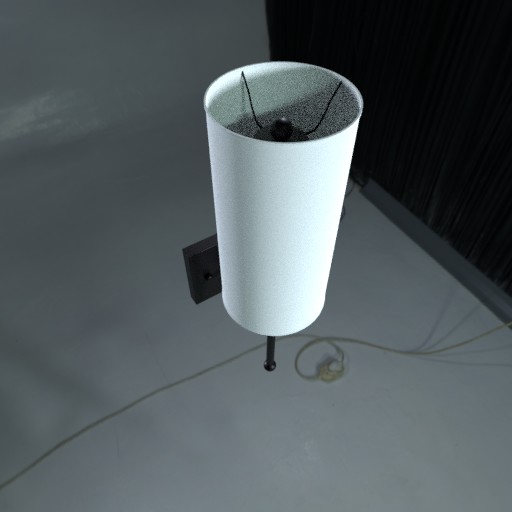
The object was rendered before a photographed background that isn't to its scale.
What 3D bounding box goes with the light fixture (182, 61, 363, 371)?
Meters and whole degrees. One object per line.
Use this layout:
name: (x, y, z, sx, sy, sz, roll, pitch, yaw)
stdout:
light fixture: (0.000, 0.000, 0.553, 0.128, 0.462, 0.208, -26, 53, -21)
